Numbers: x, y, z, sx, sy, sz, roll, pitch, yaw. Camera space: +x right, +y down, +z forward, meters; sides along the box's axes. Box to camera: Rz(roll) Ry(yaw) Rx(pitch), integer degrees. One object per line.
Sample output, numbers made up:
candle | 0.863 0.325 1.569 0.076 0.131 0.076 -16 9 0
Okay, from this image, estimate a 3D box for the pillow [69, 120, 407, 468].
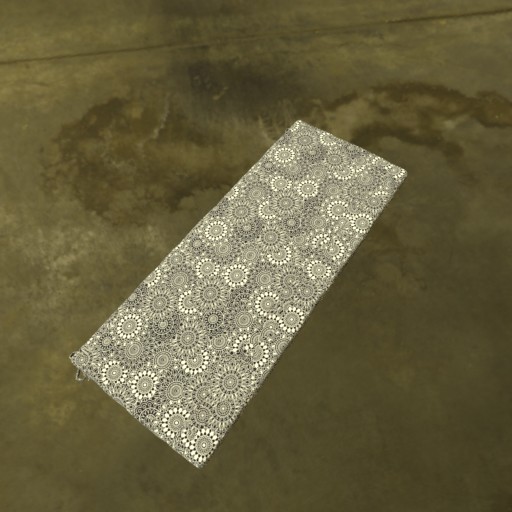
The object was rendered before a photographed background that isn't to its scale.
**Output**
pillow | 0.000 0.000 1.385 0.492 0.081 1.187 31 64 17
